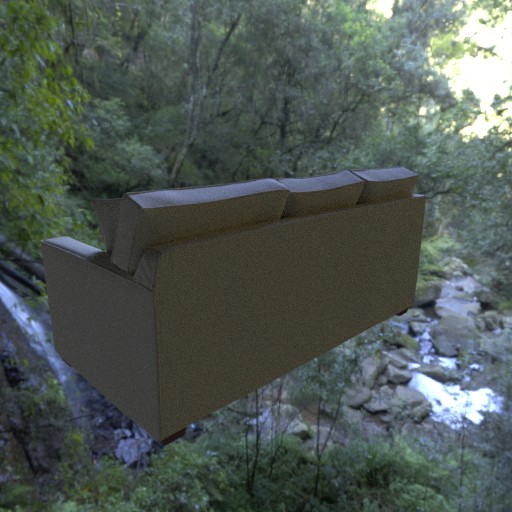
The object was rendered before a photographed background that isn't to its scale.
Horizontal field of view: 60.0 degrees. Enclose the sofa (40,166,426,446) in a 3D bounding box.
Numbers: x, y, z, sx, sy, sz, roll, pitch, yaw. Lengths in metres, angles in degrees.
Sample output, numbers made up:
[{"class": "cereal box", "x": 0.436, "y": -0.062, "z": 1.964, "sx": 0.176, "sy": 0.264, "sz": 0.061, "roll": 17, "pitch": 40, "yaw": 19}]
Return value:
[{"class": "sofa", "x": 0.000, "y": 0.000, "z": 2.488, "sx": 1.963, "sy": 0.946, "sz": 1.034, "roll": -14, "pitch": 21, "yaw": -42}]
